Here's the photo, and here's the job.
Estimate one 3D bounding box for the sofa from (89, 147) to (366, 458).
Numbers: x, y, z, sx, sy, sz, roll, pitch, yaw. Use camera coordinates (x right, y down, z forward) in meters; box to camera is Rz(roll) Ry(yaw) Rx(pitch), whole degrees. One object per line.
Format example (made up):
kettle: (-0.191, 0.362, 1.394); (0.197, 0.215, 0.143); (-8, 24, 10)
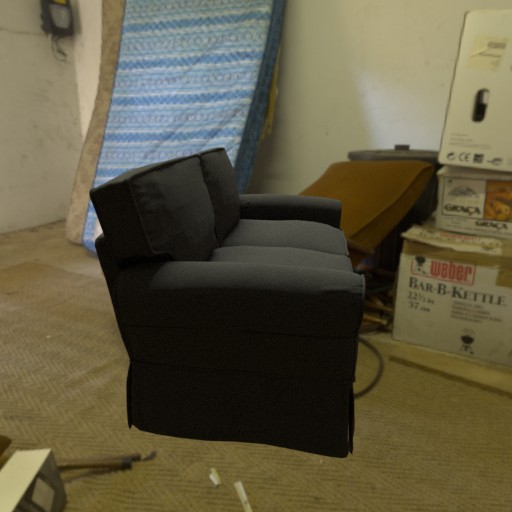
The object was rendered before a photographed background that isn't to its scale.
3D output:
sofa: (0.000, 0.000, 2.345); (0.997, 1.059, 1.801); (2, 17, 7)
